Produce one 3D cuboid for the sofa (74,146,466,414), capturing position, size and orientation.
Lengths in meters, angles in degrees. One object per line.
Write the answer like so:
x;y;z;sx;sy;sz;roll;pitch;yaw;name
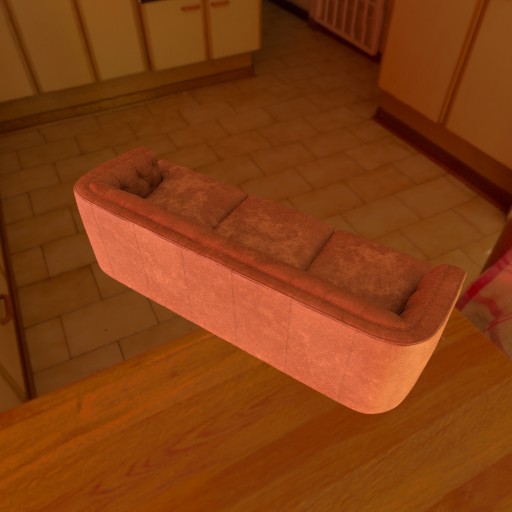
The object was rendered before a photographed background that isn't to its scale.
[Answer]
0.000;0.000;2.702;2.257;0.791;0.922;24;51;22;sofa
